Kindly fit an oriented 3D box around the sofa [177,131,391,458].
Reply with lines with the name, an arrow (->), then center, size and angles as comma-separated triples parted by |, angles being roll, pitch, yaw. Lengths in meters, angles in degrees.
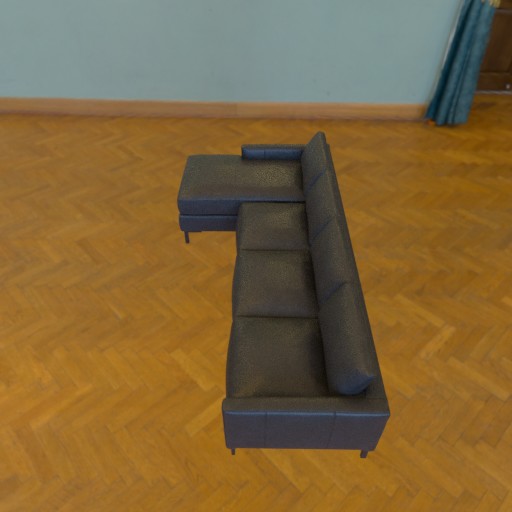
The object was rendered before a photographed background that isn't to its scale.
sofa -> 0.000, 0.000, 3.588 | 1.471, 0.859, 2.993 | 0, 42, 1
